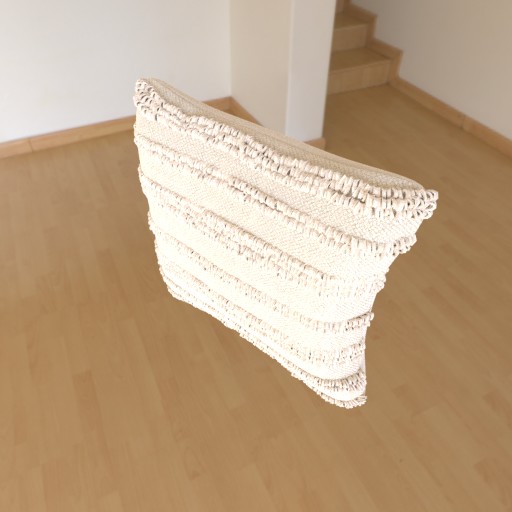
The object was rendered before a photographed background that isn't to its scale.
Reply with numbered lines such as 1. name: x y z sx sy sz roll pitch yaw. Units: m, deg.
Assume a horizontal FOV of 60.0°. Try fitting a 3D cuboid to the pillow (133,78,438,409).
1. pillow: 0.000 0.000 0.656 0.437 0.427 0.145 30 51 27
